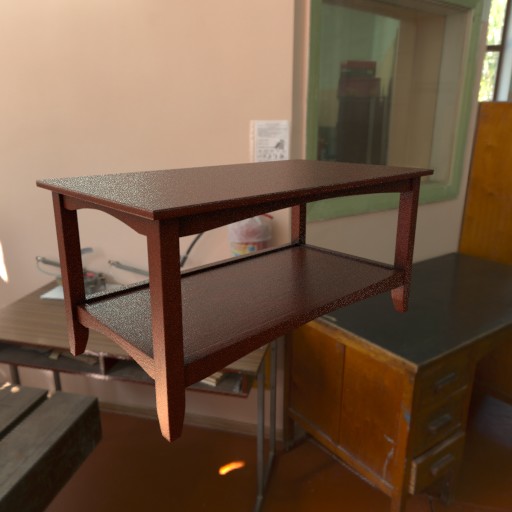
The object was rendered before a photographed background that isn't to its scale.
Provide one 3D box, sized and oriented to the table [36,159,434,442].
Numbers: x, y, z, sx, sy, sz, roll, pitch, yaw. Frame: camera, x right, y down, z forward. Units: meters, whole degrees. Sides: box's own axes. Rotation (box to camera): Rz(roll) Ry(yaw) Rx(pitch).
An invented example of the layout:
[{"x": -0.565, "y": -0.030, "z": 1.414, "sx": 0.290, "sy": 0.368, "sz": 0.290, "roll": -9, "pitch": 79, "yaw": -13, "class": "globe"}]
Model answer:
[{"x": 0.000, "y": 0.000, "z": 1.245, "sx": 0.943, "sy": 0.456, "sz": 0.533, "roll": -15, "pitch": 22, "yaw": -41, "class": "table"}]
